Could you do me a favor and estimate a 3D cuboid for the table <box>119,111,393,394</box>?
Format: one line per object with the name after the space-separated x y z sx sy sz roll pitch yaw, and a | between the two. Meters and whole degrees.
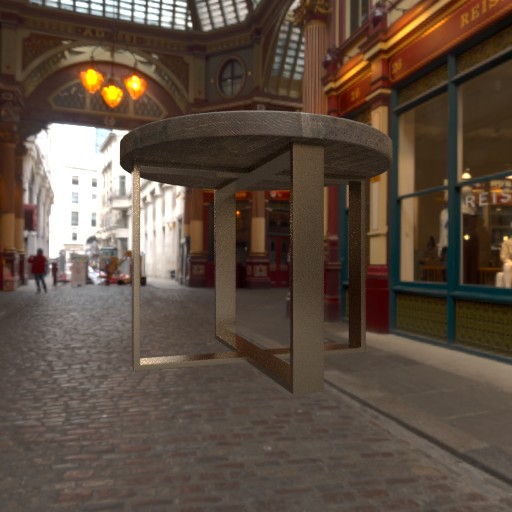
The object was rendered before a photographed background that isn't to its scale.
0.000 0.000 0.946 0.557 0.437 0.557 0 0 0 | table
